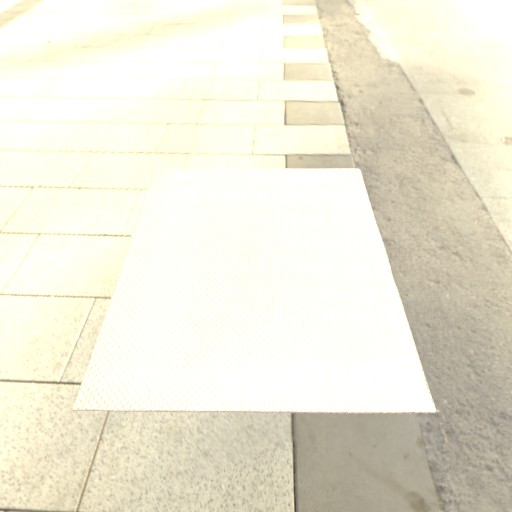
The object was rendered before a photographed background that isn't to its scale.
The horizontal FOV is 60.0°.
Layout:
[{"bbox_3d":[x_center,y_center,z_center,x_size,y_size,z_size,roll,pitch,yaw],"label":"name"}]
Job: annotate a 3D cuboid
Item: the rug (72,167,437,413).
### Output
[{"bbox_3d":[0.000,0.000,3.830,2.277,0.035,2.897,0,42,0],"label":"rug"}]
